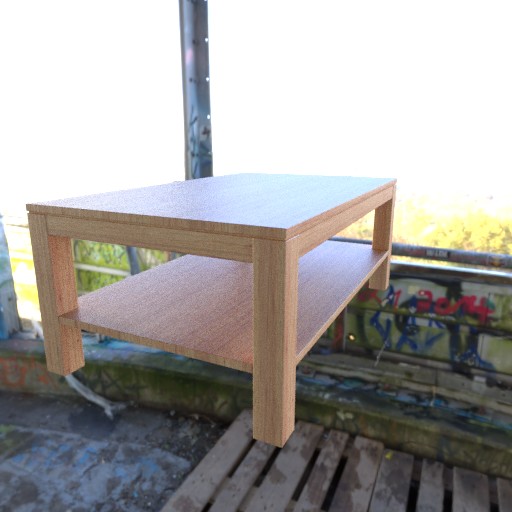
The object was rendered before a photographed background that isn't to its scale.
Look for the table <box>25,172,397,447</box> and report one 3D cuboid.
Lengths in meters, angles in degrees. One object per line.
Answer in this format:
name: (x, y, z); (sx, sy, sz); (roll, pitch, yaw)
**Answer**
table: (0.000, 0.000, 1.491); (0.695, 0.457, 1.146); (7, 17, 26)
